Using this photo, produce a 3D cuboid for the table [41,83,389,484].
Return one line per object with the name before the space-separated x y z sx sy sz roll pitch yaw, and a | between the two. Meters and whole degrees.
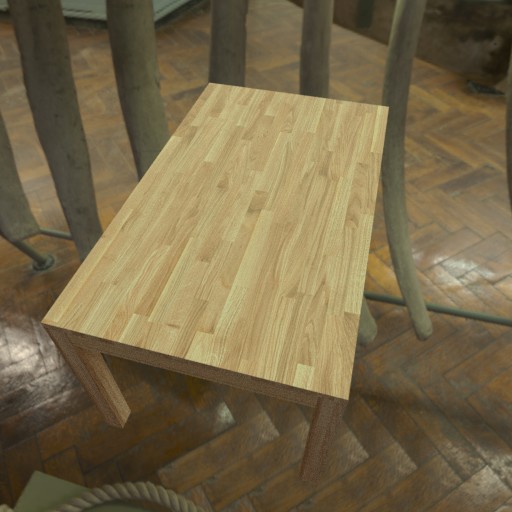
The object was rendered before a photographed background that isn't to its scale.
table | 0.000 0.000 1.987 0.900 0.770 1.500 11 49 10
